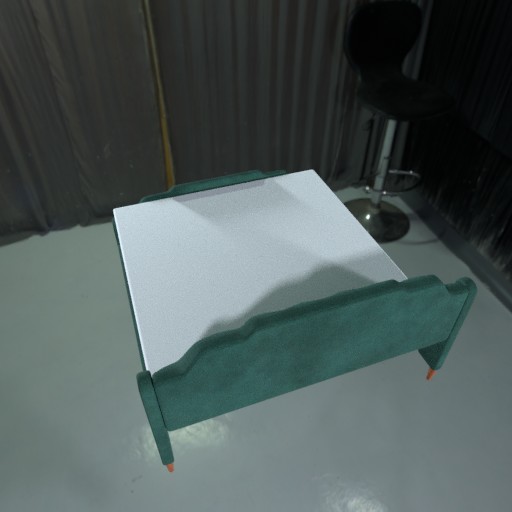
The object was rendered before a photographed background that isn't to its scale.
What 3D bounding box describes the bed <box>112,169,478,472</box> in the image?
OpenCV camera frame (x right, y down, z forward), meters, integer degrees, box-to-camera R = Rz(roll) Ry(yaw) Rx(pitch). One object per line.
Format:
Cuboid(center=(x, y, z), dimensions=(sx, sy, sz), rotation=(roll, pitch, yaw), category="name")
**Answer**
Cuboid(center=(0.000, 0.000, 3.527), dimensions=(2.074, 1.245, 2.340), rotation=(-14, 44, -15), category="bed")
